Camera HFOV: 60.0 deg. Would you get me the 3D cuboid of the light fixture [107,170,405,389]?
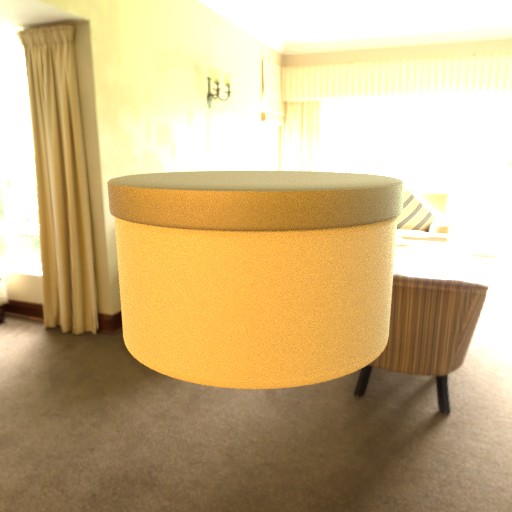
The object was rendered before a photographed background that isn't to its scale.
[{"bbox_3d":[0.000,0.000,0.642,0.393,0.229,0.393,0,13,0],"label":"light fixture"}]
